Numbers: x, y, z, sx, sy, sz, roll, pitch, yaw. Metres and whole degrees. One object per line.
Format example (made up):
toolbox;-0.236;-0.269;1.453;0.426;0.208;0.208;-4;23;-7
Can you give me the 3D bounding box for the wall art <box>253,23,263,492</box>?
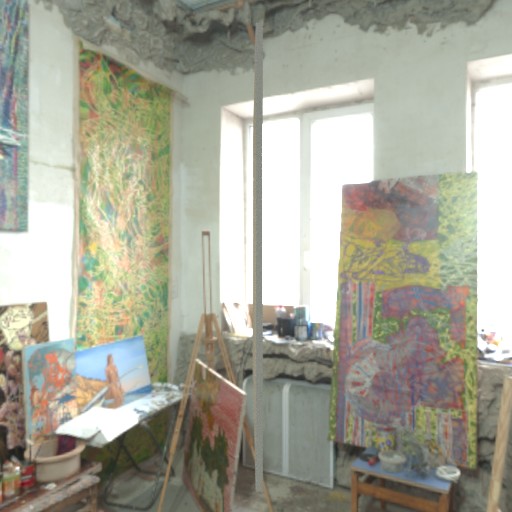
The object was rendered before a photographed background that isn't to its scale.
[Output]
wall art;0.000;0.000;0.658;0.007;0.456;0.456;0;1;-1
